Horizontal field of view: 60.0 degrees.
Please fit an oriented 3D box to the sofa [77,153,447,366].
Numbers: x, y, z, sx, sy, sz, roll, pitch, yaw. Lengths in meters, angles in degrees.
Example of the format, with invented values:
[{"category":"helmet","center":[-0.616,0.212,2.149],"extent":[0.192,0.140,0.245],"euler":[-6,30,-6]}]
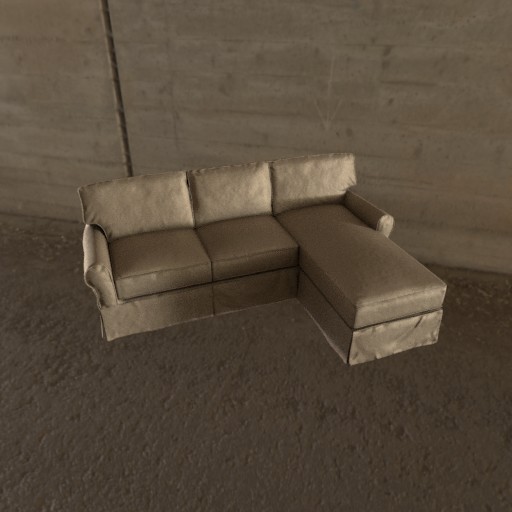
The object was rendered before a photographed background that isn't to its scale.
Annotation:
[{"category":"sofa","center":[0.000,0.000,3.389],"extent":[2.475,0.978,1.733],"euler":[-10,33,-17]}]
